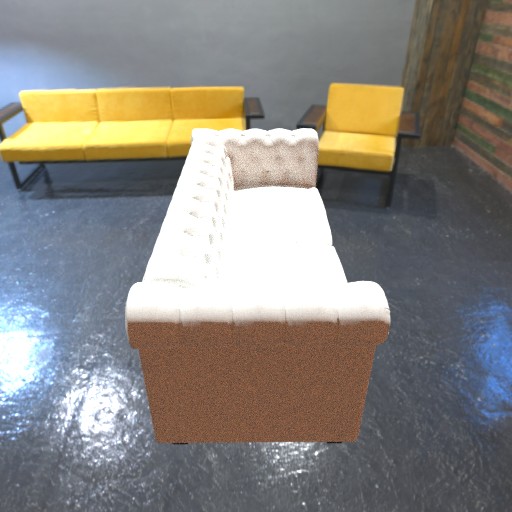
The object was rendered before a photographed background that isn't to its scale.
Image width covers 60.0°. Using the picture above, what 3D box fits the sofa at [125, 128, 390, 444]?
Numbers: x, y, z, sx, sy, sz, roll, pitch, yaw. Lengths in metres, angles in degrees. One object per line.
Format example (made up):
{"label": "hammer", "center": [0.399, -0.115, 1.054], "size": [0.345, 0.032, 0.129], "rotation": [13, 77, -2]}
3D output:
{"label": "sofa", "center": [0.000, 0.000, 2.178], "size": [0.771, 0.796, 1.798], "rotation": [0, 32, 0]}
